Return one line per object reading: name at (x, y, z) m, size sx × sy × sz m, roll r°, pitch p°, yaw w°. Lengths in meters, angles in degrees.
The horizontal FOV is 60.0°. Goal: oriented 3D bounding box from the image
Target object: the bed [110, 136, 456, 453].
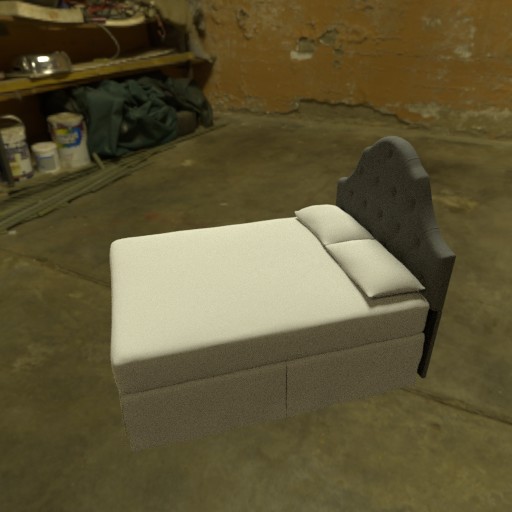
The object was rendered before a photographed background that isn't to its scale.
bed at (0.000, 0.000, 3.245) m, size 2.155 × 1.575 × 1.636 m, roll -8°, pitch 30°, yaw -14°
